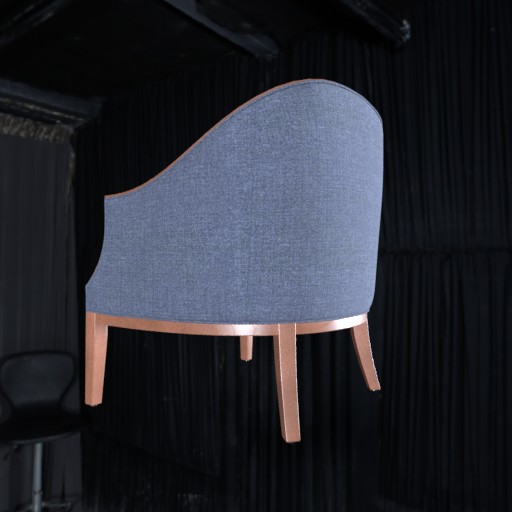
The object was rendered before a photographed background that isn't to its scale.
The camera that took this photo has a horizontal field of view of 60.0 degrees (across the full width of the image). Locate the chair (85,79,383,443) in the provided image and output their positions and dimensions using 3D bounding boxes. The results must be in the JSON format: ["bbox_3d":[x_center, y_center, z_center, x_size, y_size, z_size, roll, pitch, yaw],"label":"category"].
[{"bbox_3d":[0.000,0.000,1.415,0.735,0.876,0.803,-1,-1,36],"label":"chair"}]
